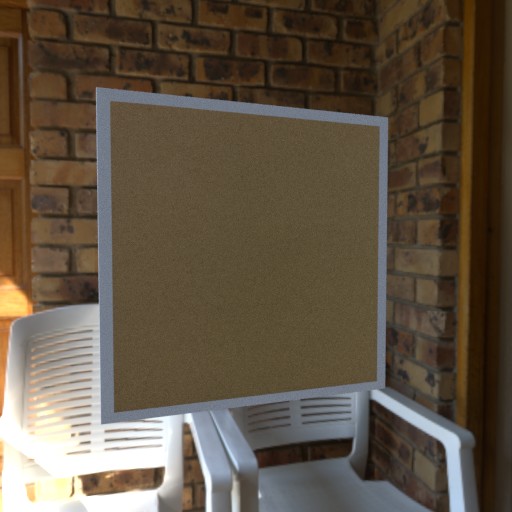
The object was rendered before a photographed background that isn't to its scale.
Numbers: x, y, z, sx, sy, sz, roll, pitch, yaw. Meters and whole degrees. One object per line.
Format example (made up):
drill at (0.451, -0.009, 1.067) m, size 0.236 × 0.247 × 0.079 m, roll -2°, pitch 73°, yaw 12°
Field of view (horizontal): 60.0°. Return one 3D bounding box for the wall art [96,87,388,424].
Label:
wall art at (0.000, 0.000, 1.140) m, size 0.763 × 0.761 × 0.038 m, roll -1°, pitch 2°, yaw -19°
